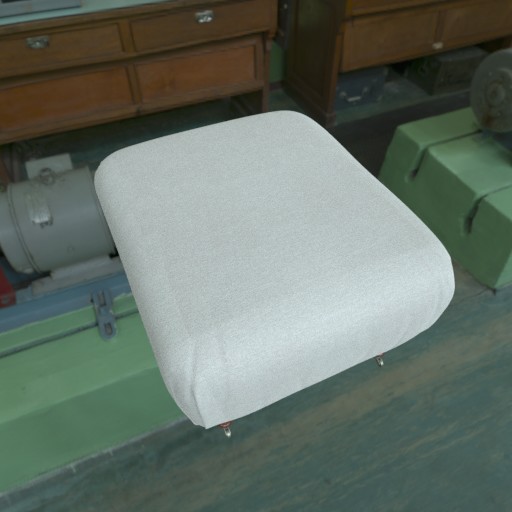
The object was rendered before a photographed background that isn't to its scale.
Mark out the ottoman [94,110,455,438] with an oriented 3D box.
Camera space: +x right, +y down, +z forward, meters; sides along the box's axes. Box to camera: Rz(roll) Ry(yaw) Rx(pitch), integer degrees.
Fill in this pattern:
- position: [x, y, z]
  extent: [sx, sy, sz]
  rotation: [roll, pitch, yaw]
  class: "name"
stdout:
- position: [0.000, 0.000, 1.135]
  extent: [0.639, 0.450, 0.746]
  rotation: [-19, 50, -17]
  class: "ottoman"
